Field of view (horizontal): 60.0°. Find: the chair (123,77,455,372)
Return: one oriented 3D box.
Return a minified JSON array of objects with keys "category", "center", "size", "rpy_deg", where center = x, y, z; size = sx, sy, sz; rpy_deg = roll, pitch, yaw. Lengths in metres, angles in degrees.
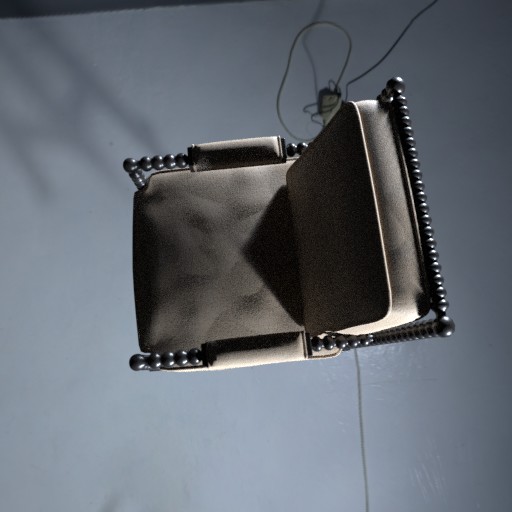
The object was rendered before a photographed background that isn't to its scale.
[{"category":"chair","center":[0.000,0.000,1.154],"size":[0.657,0.703,0.555],"rpy_deg":[-6,76,-1]}]
